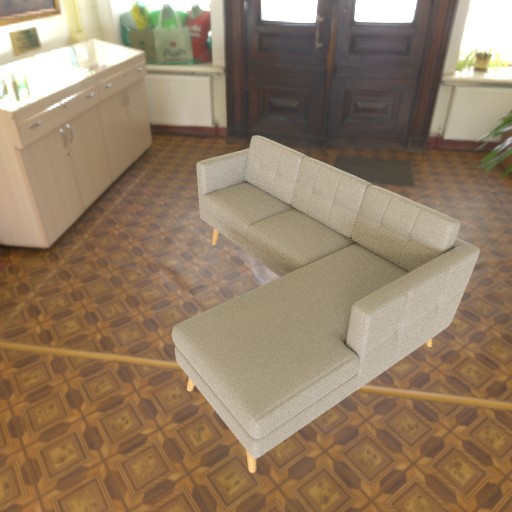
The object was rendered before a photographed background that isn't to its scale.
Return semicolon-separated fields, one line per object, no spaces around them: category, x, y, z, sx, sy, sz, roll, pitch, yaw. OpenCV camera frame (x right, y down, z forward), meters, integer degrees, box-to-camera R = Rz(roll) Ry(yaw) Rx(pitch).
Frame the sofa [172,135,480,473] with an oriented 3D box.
sofa;0.000;0.000;2.818;1.530;0.860;2.040;-22;39;-30
